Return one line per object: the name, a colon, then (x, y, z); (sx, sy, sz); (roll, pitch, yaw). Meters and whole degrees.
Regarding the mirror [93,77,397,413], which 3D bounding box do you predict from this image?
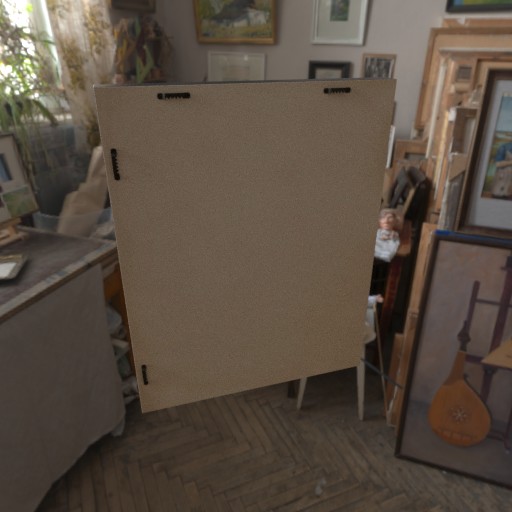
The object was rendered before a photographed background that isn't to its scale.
mirror: (0.000, 0.000, 0.692); (0.405, 0.508, 0.041); (-8, 27, -16)
